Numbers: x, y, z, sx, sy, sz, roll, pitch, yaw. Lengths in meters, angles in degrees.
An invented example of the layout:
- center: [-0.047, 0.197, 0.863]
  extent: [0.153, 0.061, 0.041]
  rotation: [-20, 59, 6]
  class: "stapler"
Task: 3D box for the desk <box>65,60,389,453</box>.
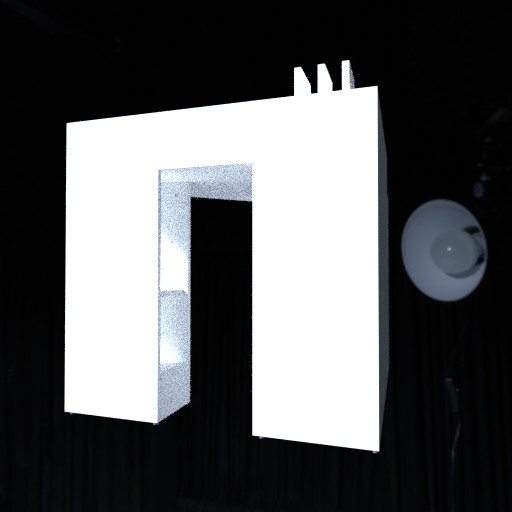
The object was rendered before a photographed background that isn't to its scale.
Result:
- center: [0.000, 0.000, 1.684]
  extent: [0.940, 0.986, 0.940]
  rotation: [0, -1, 18]
  class: "desk"
